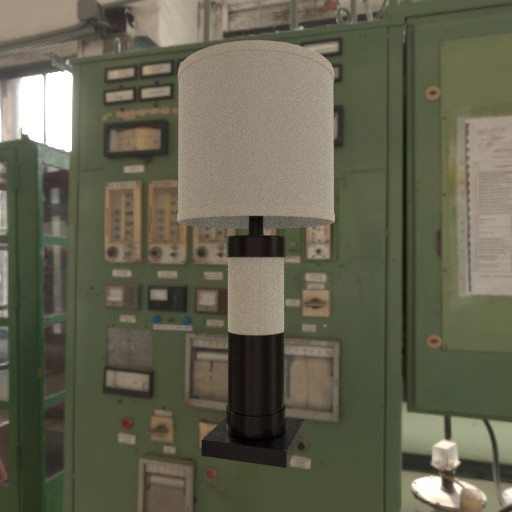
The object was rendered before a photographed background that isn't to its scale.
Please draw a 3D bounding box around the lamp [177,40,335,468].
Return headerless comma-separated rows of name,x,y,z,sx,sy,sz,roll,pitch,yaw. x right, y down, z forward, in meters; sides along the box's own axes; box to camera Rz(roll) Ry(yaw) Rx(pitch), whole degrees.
lamp,0.000,0.000,0.602,0.211,0.509,0.211,0,-1,17
